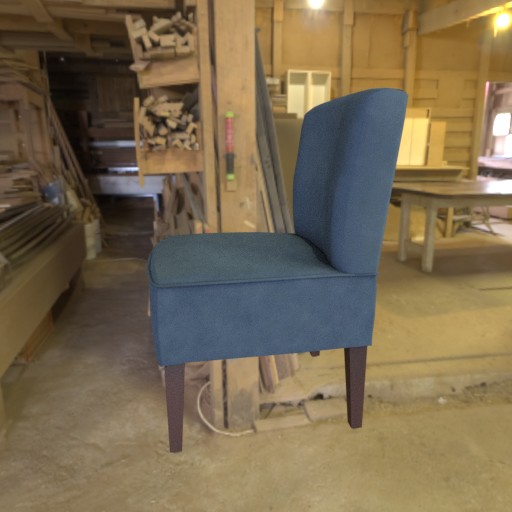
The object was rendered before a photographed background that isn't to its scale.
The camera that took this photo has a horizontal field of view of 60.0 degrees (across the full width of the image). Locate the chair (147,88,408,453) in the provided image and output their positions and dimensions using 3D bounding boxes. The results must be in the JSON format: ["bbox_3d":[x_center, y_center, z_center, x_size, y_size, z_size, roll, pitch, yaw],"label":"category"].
[{"bbox_3d":[0.000,0.000,1.172,0.551,0.806,0.521,-2,14,-7],"label":"chair"}]
